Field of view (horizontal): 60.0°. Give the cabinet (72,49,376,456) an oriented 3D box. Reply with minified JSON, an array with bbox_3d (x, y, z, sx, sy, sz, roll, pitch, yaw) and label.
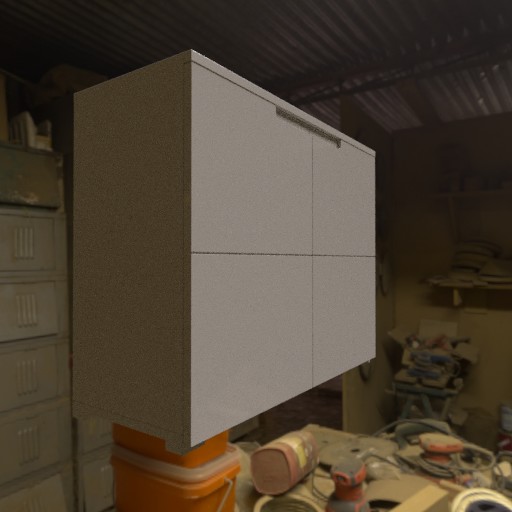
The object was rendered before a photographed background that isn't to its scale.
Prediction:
[{"bbox_3d":[0.000,0.000,1.388,0.400,0.800,1.000,0,-1,35],"label":"cabinet"}]
